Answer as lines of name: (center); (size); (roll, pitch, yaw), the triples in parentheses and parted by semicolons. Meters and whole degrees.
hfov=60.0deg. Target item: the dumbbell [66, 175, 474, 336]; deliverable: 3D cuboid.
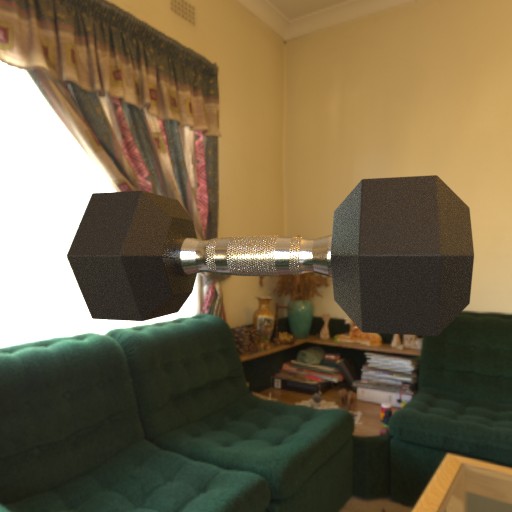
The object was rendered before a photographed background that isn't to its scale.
dumbbell: (0.000, 0.000, 0.344); (0.297, 0.101, 0.116); (0, 0, 18)
